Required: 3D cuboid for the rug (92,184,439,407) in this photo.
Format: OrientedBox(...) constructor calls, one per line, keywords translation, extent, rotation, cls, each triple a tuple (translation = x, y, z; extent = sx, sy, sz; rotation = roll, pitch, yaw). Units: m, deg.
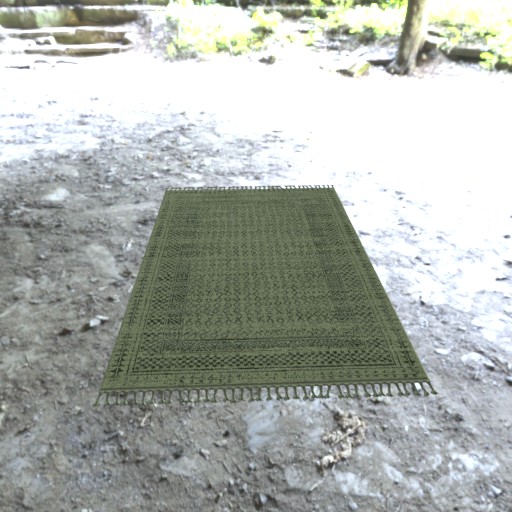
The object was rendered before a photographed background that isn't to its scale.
OrientedBox(translation=(0.000, 0.000, 3.012), extent=(1.548, 0.013, 2.486), rotation=(-1, 31, -2), cls="rug")
